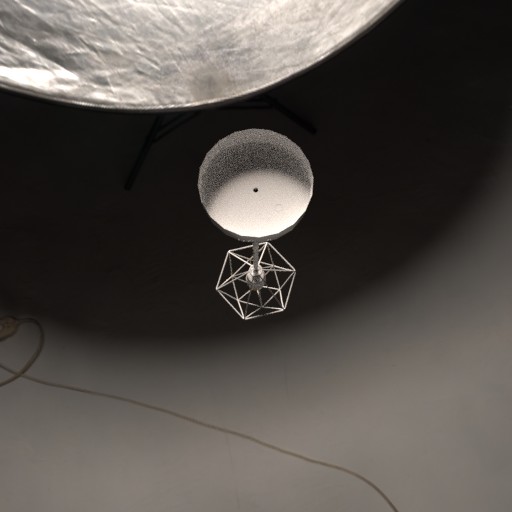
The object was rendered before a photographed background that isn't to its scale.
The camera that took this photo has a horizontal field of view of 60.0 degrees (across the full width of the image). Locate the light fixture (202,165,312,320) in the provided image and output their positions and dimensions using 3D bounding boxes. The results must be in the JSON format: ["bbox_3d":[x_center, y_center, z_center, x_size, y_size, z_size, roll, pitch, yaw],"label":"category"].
[{"bbox_3d":[0.000,0.000,1.992,0.487,1.764,0.431,-13,78,-3],"label":"light fixture"}]
